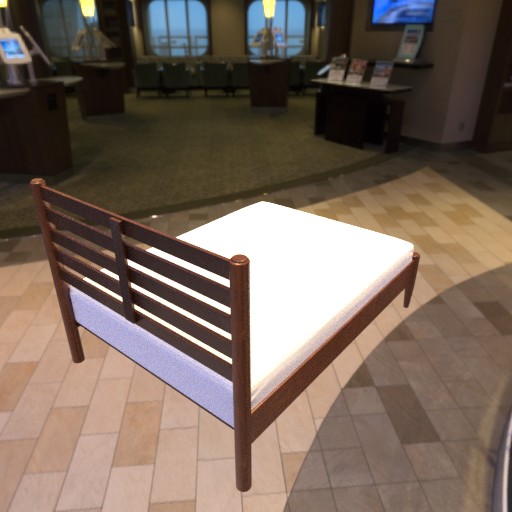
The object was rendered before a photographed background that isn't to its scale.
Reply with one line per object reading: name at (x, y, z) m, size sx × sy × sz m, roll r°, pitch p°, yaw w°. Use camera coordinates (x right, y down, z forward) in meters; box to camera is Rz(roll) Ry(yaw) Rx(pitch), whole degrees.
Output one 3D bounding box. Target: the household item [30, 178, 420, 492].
household item at (0.000, 0.000, 3.219) m, size 1.663 × 1.356 × 2.232 m, roll 20°, pitch 34°, yaw 34°
